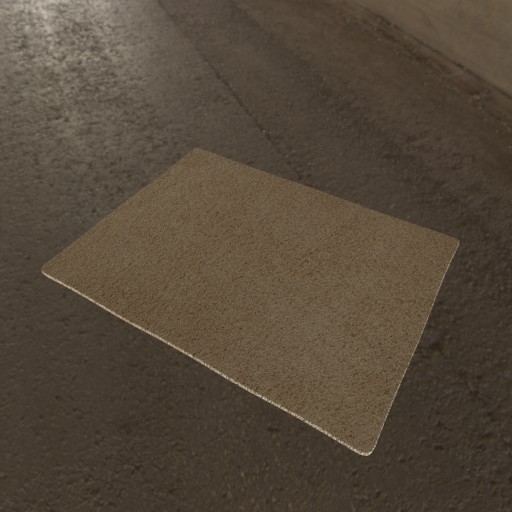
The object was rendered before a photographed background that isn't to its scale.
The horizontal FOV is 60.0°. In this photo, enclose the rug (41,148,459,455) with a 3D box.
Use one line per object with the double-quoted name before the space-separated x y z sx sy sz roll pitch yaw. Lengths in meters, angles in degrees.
"rug" 0.000 0.000 2.096 1.600 0.025 1.199 24 50 21
